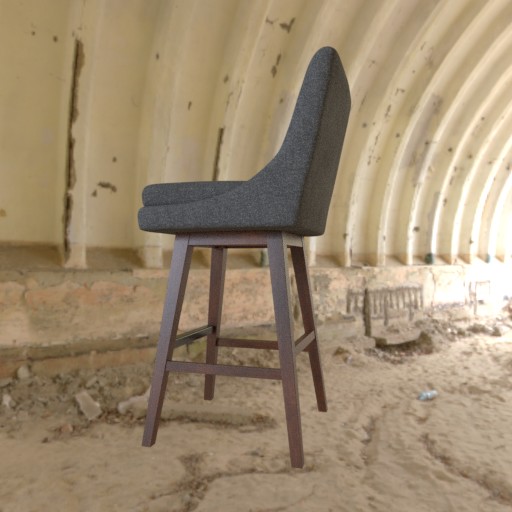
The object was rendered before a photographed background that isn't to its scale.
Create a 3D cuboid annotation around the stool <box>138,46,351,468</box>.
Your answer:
[{"bbox_3d":[0.000,0.000,1.390,0.572,1.068,0.489,0,-1,17],"label":"stool"}]
